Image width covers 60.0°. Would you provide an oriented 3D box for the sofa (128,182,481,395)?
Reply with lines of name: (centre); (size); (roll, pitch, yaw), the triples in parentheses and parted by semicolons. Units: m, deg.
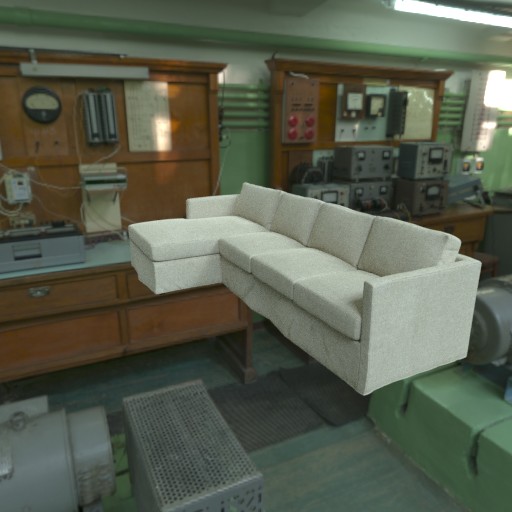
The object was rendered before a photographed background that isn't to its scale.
sofa: (0.000, 0.000, 3.928); (1.650, 0.922, 3.205); (-9, 19, -26)
